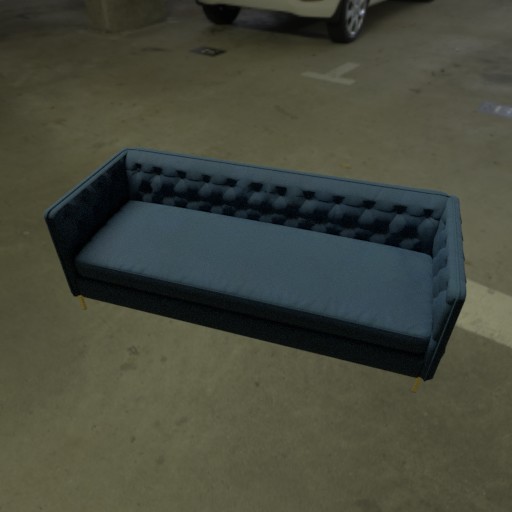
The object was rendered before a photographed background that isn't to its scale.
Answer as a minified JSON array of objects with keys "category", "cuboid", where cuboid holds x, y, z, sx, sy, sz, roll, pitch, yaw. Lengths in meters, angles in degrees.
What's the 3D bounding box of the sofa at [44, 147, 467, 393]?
[{"category":"sofa","cuboid":[0.000,0.000,2.693,2.209,0.771,0.895,11,40,13]}]
